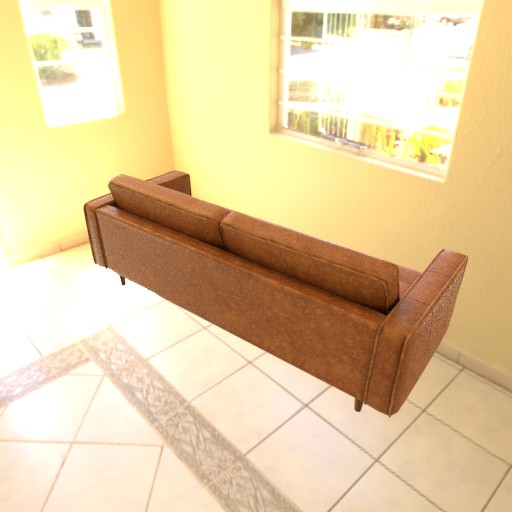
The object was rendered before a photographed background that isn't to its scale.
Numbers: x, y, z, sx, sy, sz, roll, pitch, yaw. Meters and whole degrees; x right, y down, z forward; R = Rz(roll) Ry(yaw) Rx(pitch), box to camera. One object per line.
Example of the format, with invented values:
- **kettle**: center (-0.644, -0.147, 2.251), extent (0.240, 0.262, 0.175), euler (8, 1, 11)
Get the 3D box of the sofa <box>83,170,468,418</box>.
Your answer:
- **sofa**: center (0.000, 0.000, 2.685), extent (2.199, 0.779, 0.886), euler (21, 36, 32)
